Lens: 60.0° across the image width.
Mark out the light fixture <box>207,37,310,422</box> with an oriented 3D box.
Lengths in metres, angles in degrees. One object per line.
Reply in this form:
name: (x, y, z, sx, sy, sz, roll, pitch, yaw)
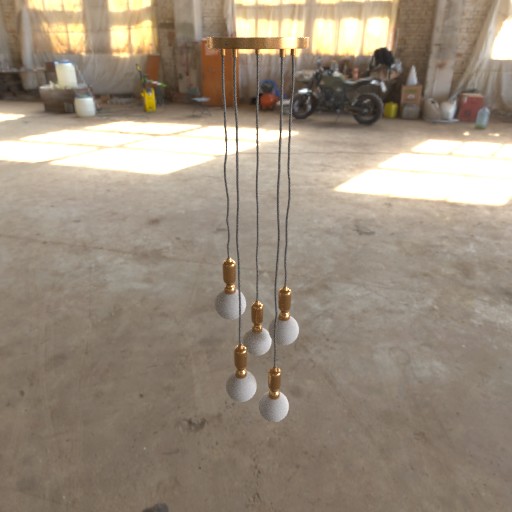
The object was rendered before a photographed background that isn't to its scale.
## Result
light fixture: (0.000, 0.000, 0.516, 0.108, 0.457, 0.105, 18, 32, 31)
